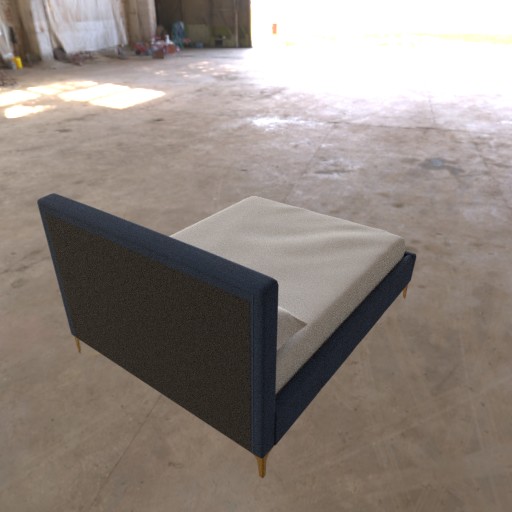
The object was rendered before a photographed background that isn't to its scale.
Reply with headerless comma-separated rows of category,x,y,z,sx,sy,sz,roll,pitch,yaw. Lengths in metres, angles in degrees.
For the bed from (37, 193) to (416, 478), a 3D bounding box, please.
bed,0.000,0.000,3.276,1.723,1.231,2.172,20,35,31
